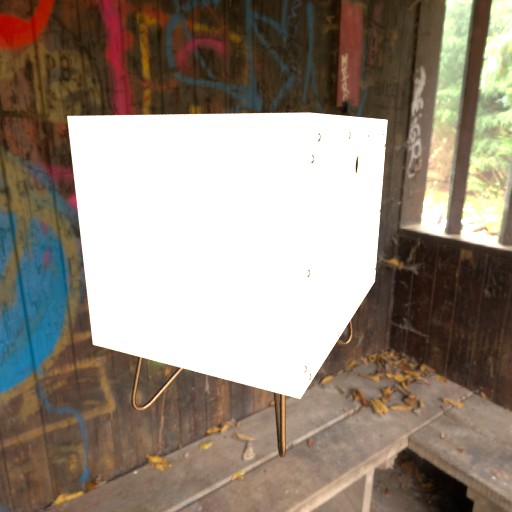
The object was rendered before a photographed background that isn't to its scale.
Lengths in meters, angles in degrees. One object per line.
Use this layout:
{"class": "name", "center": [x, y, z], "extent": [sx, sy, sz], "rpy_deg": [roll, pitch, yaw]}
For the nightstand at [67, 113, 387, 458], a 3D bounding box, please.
{"class": "nightstand", "center": [0.000, 0.000, 1.019], "extent": [0.447, 0.604, 0.614], "rpy_deg": [7, 18, 24]}
